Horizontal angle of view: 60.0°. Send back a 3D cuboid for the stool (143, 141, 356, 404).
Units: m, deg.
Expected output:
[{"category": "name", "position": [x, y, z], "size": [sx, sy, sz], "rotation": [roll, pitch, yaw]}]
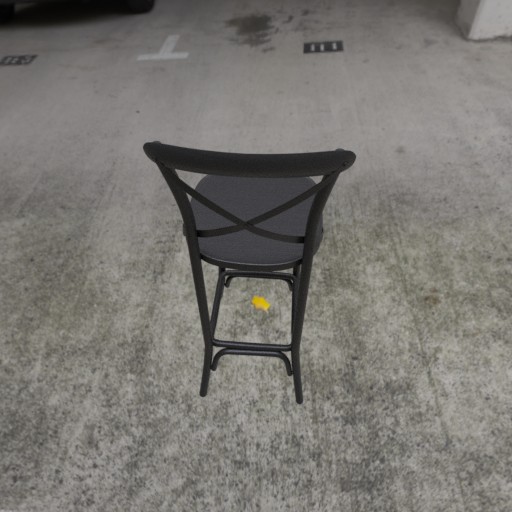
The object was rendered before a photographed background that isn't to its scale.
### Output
[{"category": "stool", "position": [0.000, 0.000, 1.488], "size": [0.457, 1.168, 0.584], "rotation": [3, 46, 3]}]
